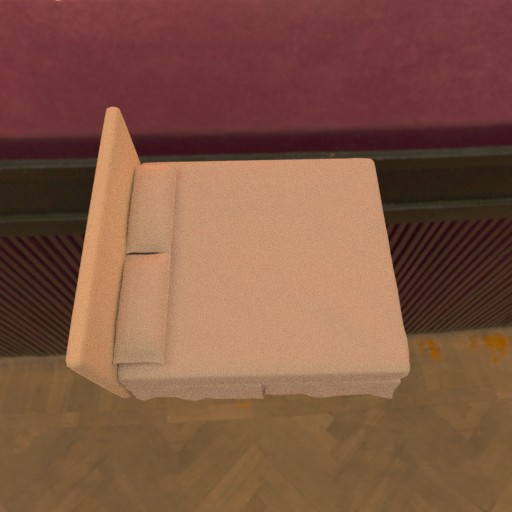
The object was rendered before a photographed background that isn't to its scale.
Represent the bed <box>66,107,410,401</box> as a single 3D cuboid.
[{"bbox_3d":[0.000,0.000,3.623,2.341,1.317,2.119,-1,64,-1],"label":"bed"}]
